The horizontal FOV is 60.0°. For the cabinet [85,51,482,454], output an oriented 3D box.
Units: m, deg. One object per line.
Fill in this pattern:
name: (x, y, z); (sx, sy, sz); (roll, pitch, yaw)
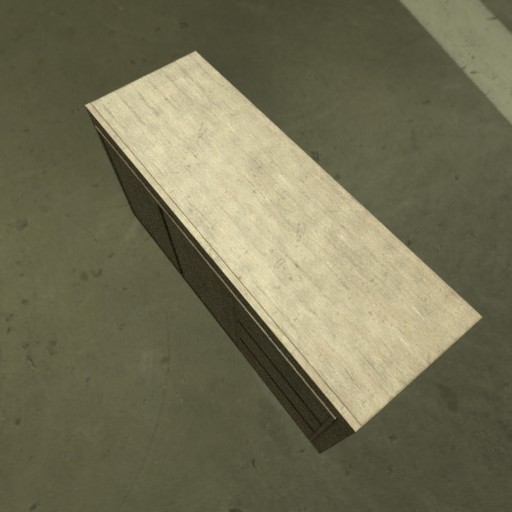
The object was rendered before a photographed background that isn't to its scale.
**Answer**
cabinet: (0.000, 0.000, 1.832); (0.511, 0.825, 1.460); (-35, 67, -17)
